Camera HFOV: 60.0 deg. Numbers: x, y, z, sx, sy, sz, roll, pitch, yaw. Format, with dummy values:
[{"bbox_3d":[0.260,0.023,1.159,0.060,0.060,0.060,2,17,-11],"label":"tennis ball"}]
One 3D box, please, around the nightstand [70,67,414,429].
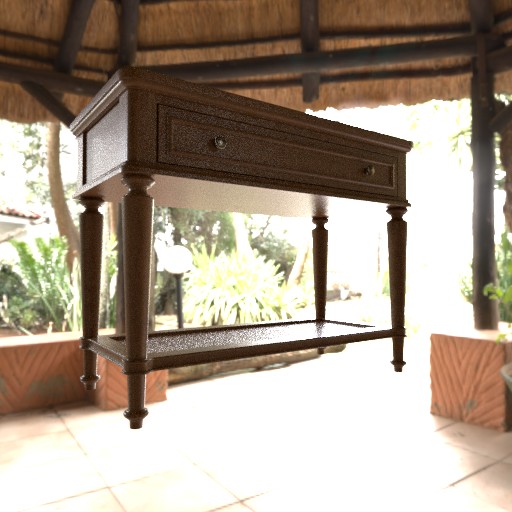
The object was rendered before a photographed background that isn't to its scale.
[{"bbox_3d":[0.000,0.000,1.264,0.914,0.700,0.432,1,-2,-35],"label":"nightstand"}]
